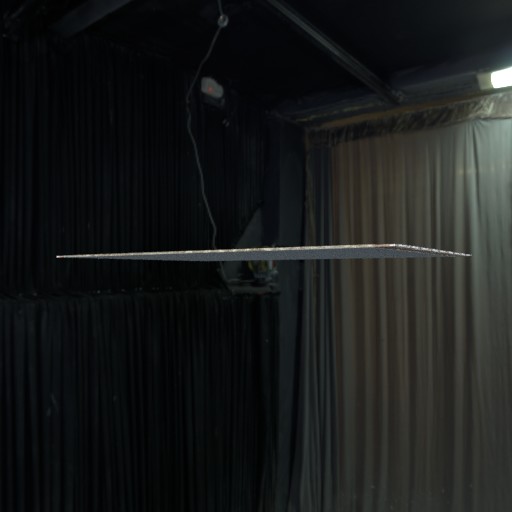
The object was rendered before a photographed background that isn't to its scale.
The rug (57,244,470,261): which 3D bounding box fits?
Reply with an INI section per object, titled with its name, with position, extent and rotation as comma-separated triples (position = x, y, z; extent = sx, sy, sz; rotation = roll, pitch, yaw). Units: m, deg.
[rug]
position = 0.000, 0.000, 2.521
extent = 2.029, 0.010, 1.237
rotation = -1, -2, 36
